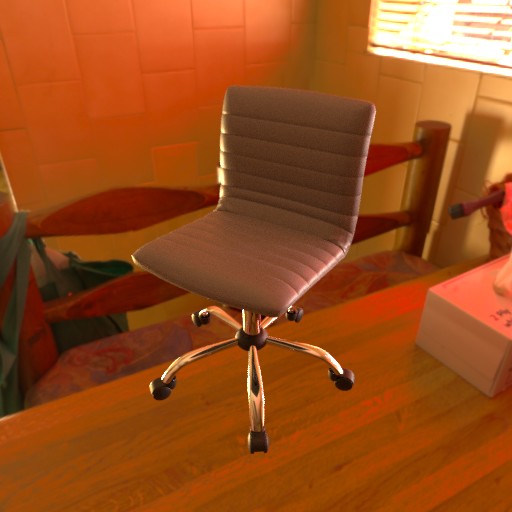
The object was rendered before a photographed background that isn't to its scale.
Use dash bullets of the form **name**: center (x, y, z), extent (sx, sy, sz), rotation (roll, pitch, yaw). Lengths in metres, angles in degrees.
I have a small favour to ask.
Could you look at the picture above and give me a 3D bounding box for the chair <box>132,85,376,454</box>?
- **chair**: center (0.000, 0.000, 1.129), extent (0.569, 0.750, 0.542), rotation (18, 35, 27)
